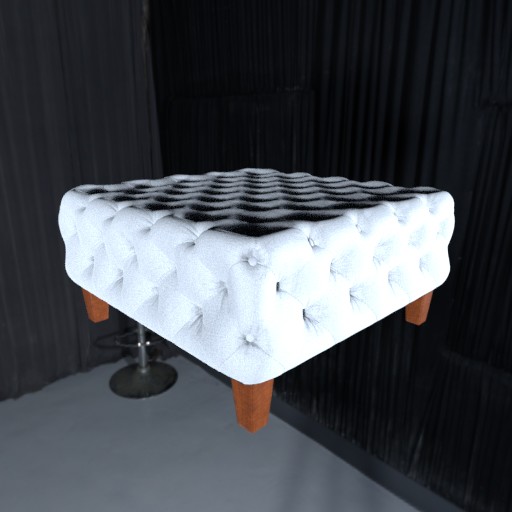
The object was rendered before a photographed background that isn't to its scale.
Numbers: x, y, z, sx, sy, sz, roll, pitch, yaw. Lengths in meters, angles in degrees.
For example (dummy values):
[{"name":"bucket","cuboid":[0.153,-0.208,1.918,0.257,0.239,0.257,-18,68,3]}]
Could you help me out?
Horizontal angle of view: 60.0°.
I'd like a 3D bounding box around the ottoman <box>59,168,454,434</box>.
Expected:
[{"name":"ottoman","cuboid":[0.000,0.000,1.166,0.758,0.365,0.764,-16,23,-42]}]
